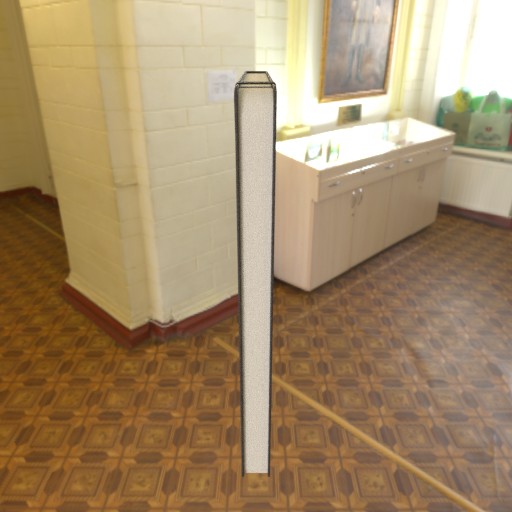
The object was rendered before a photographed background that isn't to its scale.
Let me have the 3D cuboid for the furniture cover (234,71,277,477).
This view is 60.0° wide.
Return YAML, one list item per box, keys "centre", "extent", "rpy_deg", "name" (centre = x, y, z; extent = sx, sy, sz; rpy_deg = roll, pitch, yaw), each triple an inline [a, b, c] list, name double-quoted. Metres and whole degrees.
- centre: [0.000, 0.000, 0.373]
  extent: [0.023, 0.281, 0.216]
  rpy_deg: [0, 25, 0]
  name: "furniture cover"
